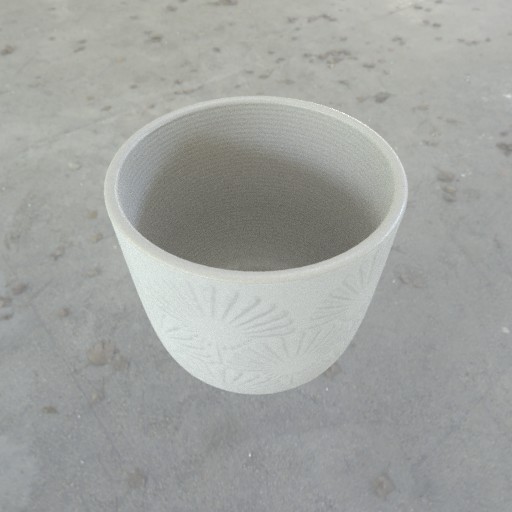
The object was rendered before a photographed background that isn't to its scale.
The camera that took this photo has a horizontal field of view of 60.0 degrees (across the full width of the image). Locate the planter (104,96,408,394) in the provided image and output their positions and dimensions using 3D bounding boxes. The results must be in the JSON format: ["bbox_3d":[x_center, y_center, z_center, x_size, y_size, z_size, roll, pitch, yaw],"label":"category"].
[{"bbox_3d":[0.000,0.000,0.224,0.124,0.109,0.124,0,47,0],"label":"planter"}]
